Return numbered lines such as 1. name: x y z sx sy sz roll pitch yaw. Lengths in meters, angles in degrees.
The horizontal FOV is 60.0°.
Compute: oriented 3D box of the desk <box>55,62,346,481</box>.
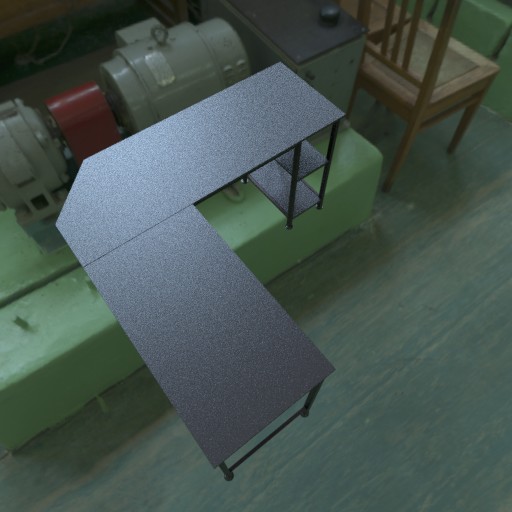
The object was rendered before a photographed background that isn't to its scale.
1. desk: 0.000 0.000 2.151 1.379 0.739 1.379 -33 65 -18
